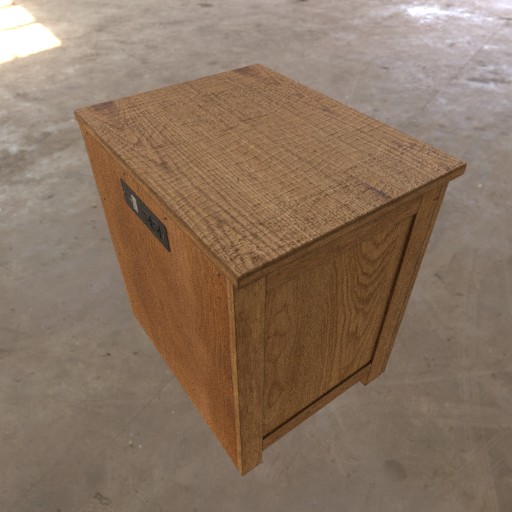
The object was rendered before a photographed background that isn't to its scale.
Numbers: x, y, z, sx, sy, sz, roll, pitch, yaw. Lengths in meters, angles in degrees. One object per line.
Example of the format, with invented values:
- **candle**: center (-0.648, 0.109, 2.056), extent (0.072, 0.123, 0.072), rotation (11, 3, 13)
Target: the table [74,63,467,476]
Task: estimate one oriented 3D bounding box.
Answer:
- **table**: center (0.000, 0.000, 1.041), extent (0.494, 0.625, 0.601), rotation (-26, 48, -26)
